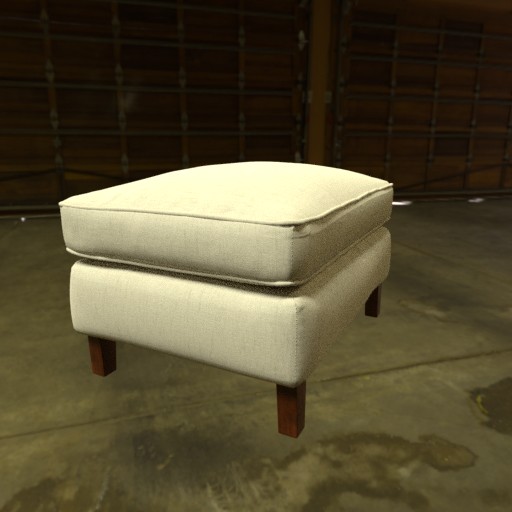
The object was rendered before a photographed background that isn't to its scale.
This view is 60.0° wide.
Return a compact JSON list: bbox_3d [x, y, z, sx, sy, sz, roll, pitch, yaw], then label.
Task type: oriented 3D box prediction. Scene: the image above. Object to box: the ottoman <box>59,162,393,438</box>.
[{"bbox_3d":[0.000,0.000,0.985,0.501,0.406,0.665,7,16,27],"label":"ottoman"}]
